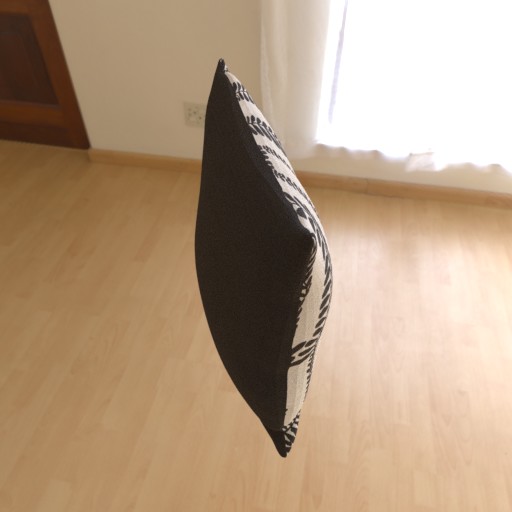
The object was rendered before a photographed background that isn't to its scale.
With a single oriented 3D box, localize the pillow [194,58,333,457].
[{"bbox_3d":[0.000,0.000,0.670,0.182,0.441,0.440,-10,46,-10],"label":"pillow"}]
